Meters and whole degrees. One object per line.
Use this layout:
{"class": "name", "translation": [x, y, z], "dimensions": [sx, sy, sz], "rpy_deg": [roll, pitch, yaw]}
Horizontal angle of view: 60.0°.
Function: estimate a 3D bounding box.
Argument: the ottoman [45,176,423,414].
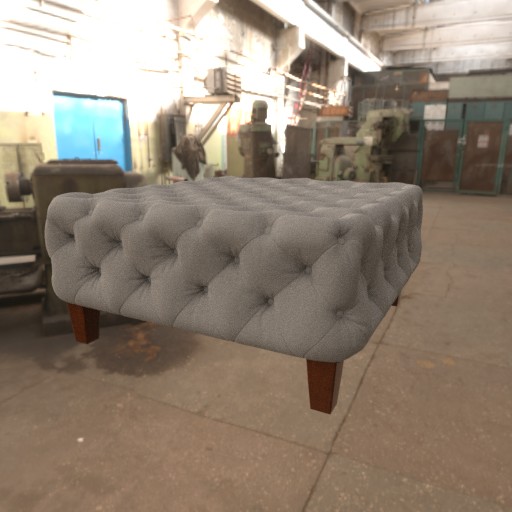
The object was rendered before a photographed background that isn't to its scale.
{"class": "ottoman", "translation": [0.000, 0.000, 1.422], "dimensions": [0.911, 0.439, 0.917], "rpy_deg": [7, 16, 27]}
